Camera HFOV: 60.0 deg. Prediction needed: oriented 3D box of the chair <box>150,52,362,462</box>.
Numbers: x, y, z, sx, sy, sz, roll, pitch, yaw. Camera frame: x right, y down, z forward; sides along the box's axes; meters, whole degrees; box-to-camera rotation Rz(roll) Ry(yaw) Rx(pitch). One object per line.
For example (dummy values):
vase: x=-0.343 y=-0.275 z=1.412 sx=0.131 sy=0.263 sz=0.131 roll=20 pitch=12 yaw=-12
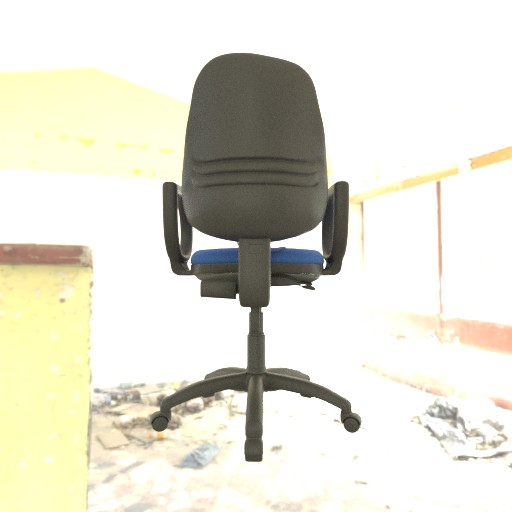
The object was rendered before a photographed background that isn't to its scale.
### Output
chair: x=0.000 y=0.000 z=1.221 sx=0.552 sy=0.905 sz=0.549 roll=0 pitch=-2 yaw=1
